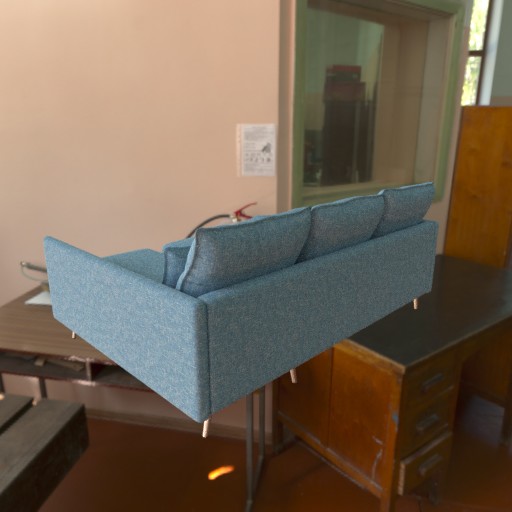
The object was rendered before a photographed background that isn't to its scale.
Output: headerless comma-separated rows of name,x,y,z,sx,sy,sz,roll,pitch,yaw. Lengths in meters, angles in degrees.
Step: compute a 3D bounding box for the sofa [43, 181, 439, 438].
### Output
sofa,0.000,0.000,2.771,1.420,0.899,2.034,16,22,43
